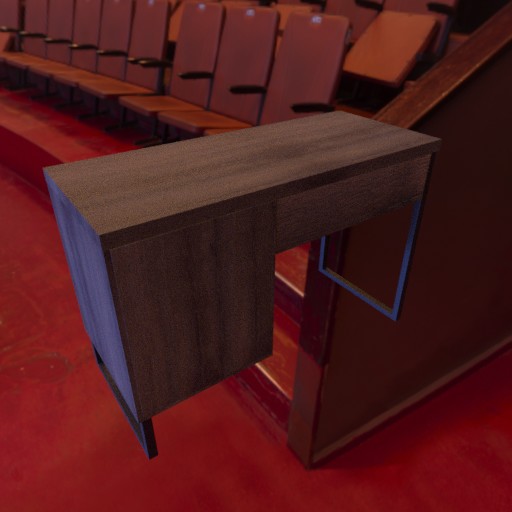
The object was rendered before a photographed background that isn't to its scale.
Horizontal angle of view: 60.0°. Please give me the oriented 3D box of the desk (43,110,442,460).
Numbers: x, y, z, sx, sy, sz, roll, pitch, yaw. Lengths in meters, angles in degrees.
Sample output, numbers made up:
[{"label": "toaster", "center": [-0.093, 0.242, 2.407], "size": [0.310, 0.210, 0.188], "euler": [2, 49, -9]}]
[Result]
[{"label": "desk", "center": [0.000, 0.000, 1.547], "size": [1.134, 0.752, 0.511], "euler": [-20, 37, -29]}]
